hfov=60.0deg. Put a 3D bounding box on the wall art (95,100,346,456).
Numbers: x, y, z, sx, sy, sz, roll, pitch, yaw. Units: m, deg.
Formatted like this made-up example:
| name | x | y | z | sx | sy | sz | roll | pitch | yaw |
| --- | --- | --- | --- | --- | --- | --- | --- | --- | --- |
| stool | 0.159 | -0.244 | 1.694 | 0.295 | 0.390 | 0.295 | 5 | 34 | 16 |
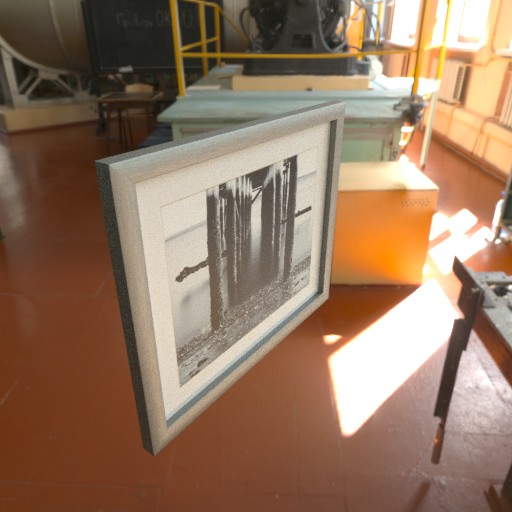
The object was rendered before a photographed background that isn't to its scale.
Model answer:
| name | x | y | z | sx | sy | sz | roll | pitch | yaw |
| --- | --- | --- | --- | --- | --- | --- | --- | --- | --- |
| wall art | 0.000 | 0.000 | 0.780 | 0.028 | 0.457 | 0.556 | 19 | 33 | 32 |
